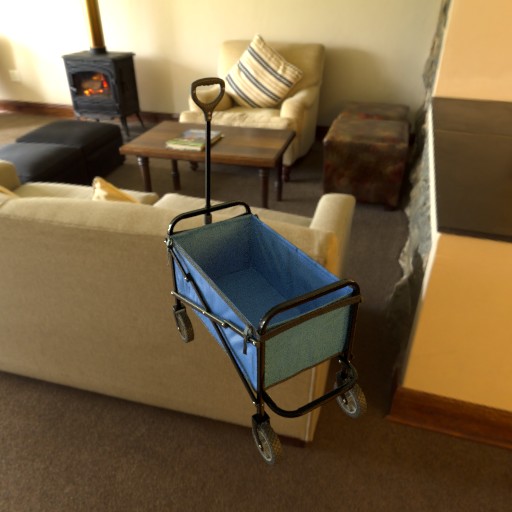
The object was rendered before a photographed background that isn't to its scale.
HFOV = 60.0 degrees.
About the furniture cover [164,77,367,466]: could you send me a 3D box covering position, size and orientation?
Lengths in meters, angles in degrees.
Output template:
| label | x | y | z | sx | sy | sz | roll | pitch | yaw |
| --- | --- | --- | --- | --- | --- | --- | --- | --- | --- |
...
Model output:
| label | x | y | z | sx | sy | sz | roll | pitch | yaw |
| --- | --- | --- | --- | --- | --- | --- | --- | --- | --- |
| furniture cover | 0.000 | 0.000 | 1.853 | 0.532 | 1.295 | 1.038 | -18 | 36 | -26 |
